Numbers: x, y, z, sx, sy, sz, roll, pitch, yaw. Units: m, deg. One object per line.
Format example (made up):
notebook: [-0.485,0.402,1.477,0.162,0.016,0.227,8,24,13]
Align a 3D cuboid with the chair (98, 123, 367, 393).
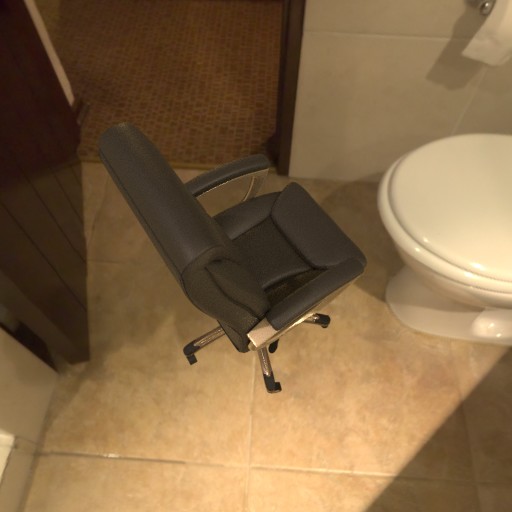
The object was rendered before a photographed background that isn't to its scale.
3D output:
chair: [0.000,0.000,1.615,0.748,1.188,0.694,-29,63,-16]
